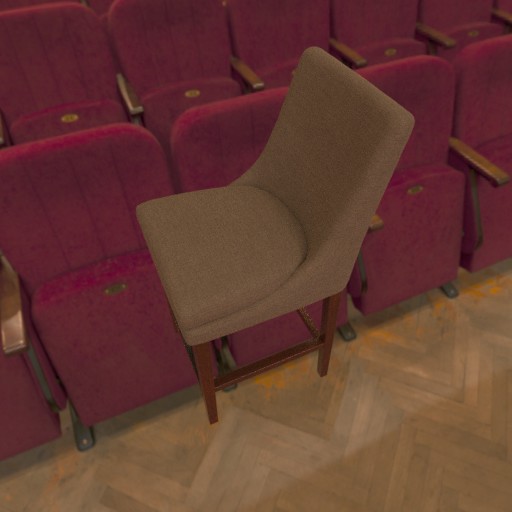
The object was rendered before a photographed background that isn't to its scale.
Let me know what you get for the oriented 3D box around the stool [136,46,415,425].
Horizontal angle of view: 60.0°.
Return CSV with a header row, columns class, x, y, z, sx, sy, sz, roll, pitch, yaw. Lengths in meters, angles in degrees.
class,x,y,z,sx,sy,sz,roll,pitch,yaw
stool,0.000,0.000,1.299,0.577,0.981,0.470,-18,49,-16
